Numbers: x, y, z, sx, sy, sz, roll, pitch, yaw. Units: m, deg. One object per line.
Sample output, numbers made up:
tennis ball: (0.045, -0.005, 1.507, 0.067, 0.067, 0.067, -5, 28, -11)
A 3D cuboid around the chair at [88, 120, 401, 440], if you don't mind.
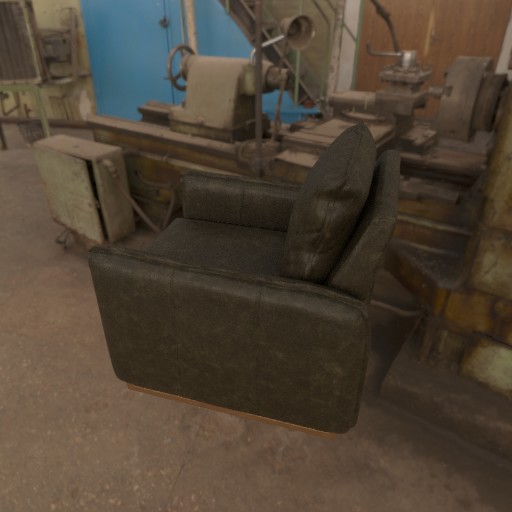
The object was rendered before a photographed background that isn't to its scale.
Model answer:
chair: (0.000, 0.000, 1.651, 0.921, 0.921, 0.830, 9, 32, 14)
